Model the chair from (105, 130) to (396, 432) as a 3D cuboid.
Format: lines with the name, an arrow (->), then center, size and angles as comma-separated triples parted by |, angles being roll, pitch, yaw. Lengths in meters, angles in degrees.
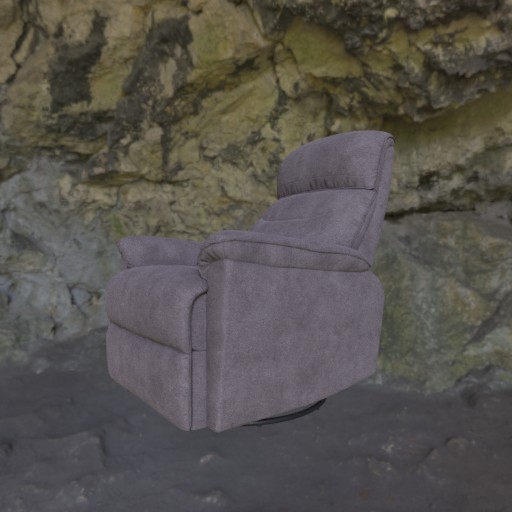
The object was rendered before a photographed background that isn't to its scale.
chair -> 0.000, 0.000, 1.712 | 1.009, 1.036, 0.830 | -1, 1, -36
